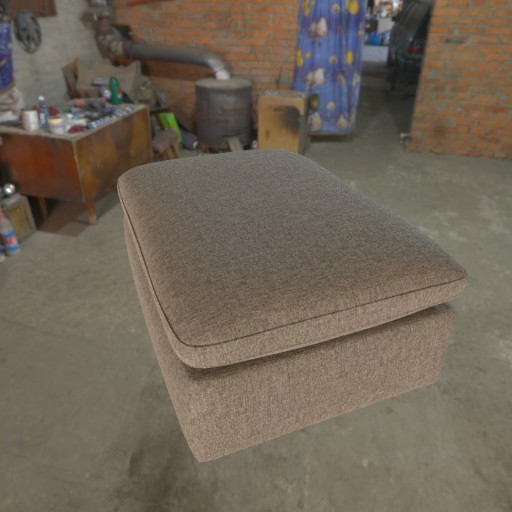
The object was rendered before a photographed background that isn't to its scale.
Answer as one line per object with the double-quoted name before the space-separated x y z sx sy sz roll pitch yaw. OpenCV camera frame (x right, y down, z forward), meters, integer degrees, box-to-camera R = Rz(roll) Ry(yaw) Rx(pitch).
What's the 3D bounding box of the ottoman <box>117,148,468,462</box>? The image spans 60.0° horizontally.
"ottoman" 0.000 0.000 1.319 0.694 0.451 0.977 -11 32 -19
